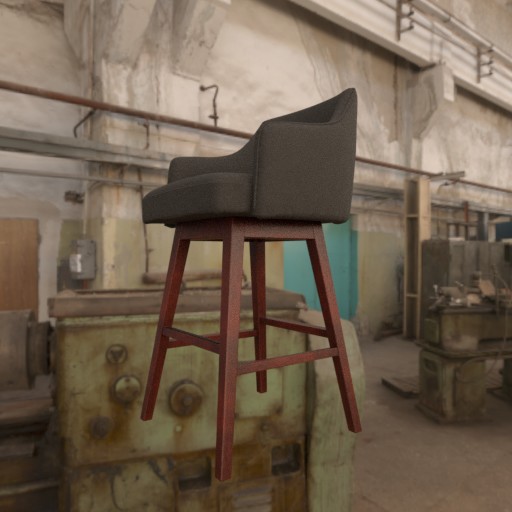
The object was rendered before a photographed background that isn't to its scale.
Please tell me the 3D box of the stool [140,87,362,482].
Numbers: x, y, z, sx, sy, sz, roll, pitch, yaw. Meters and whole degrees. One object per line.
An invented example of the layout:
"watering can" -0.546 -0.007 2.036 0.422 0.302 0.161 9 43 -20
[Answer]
"stool" 0.000 0.000 1.344 0.558 1.012 0.548 0 0 -37
